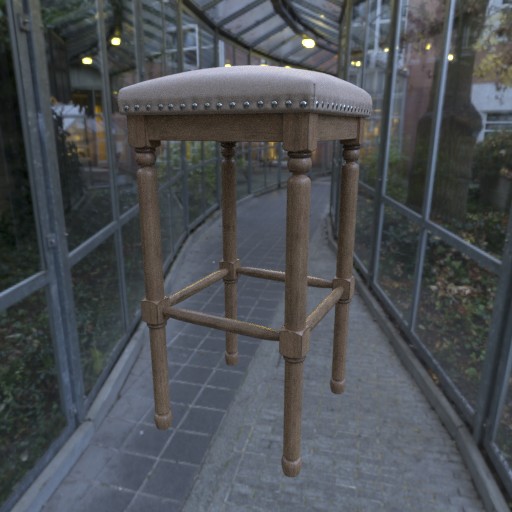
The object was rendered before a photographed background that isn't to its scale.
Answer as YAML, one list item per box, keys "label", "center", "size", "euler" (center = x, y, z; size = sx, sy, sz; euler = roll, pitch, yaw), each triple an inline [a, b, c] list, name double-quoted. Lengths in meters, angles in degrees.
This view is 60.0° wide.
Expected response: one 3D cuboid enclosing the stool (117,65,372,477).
- label: "stool"
  center: [0.000, 0.000, 0.976]
  size: [0.383, 0.768, 0.382]
  euler: [8, 18, 26]
